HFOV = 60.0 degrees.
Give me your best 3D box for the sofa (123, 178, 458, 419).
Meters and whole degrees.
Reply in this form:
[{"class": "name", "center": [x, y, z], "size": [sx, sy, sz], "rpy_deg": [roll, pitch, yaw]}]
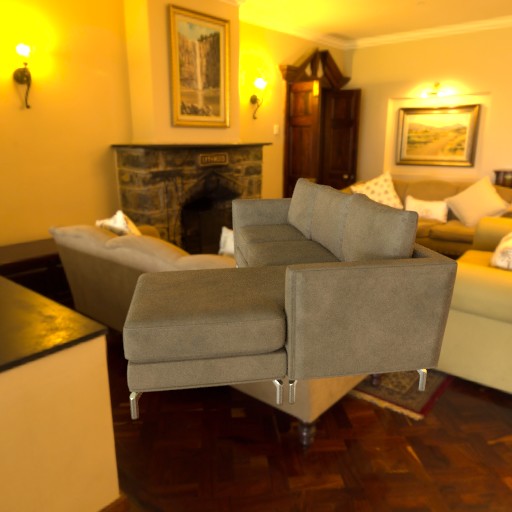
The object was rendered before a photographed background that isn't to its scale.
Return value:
[{"class": "sofa", "center": [0.000, 0.000, 3.260], "size": [1.622, 0.987, 2.438], "rpy_deg": [-2, 15, -9]}]
